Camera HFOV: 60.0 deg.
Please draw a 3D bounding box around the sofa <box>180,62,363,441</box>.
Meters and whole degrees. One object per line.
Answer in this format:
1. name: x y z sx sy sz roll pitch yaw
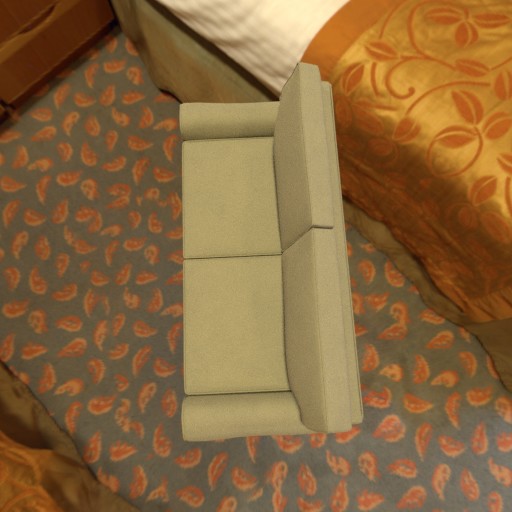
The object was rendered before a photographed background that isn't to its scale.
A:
1. sofa: 0.000 0.000 2.374 0.841 1.024 1.823 -3 77 -1
